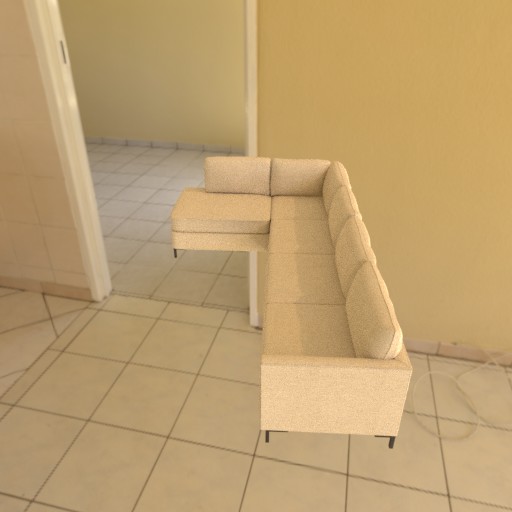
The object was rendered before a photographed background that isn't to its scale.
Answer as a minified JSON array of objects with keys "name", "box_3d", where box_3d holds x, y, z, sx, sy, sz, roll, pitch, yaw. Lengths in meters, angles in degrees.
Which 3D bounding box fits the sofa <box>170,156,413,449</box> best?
[{"name":"sofa","box_3d":[0.000,0.000,4.243,2.048,0.996,3.384,2,30,3]}]
